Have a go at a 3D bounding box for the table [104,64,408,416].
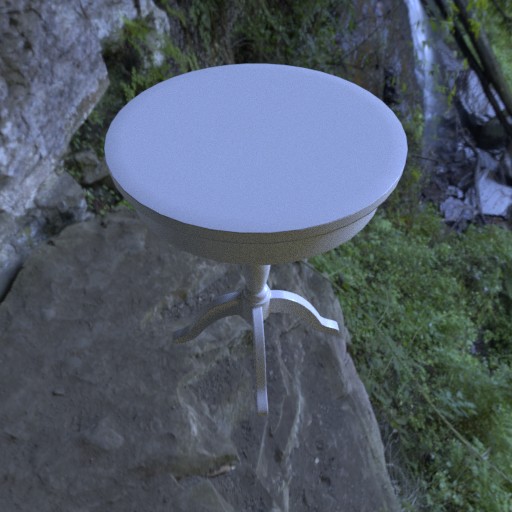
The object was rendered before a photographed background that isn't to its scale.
[{"bbox_3d":[0.000,0.000,1.009,0.513,0.653,0.513,0,47,0],"label":"table"}]
